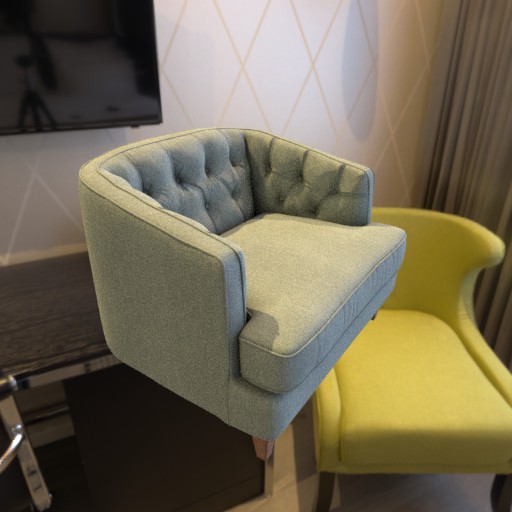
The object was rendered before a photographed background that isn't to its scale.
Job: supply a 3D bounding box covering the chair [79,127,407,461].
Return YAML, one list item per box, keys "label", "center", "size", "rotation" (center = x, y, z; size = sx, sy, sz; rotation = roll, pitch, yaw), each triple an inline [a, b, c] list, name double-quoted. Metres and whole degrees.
- label: "chair"
  center: [0.000, 0.000, 1.764]
  size: [0.945, 0.852, 1.094]
  rotation: [17, 31, 30]
